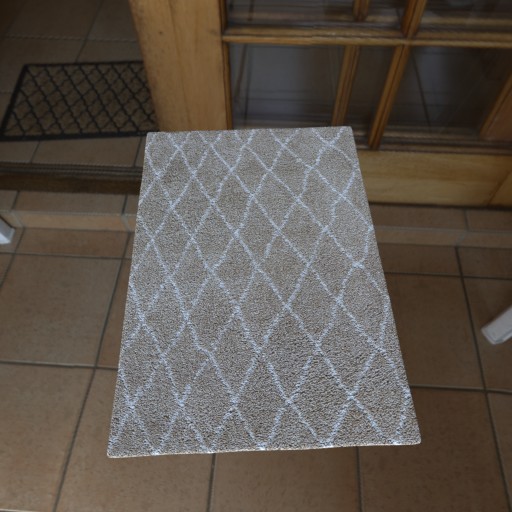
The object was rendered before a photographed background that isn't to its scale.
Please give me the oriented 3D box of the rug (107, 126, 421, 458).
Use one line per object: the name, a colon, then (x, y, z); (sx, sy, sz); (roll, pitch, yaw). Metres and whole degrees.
rug: (0.000, 0.000, 2.184); (1.219, 0.030, 1.778); (-2, 58, -1)
